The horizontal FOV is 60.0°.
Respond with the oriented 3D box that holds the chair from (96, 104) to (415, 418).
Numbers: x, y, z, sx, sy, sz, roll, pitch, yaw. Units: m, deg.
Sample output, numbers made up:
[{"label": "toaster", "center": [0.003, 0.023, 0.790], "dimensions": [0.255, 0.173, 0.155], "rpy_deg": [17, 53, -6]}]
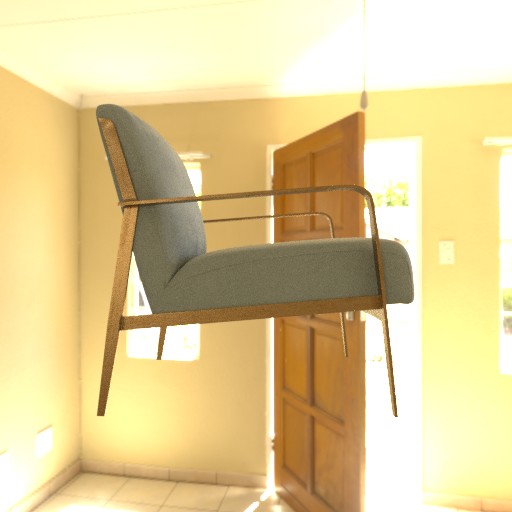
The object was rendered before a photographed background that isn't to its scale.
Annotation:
[{"label": "chair", "center": [0.000, 0.000, 1.445], "dimensions": [0.842, 0.824, 0.701], "rpy_deg": [0, 0, 1]}]
